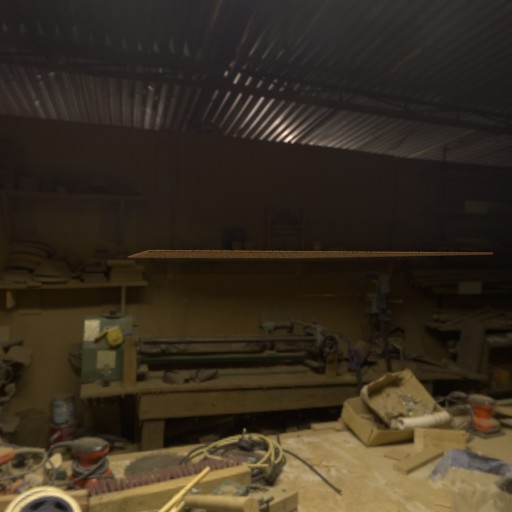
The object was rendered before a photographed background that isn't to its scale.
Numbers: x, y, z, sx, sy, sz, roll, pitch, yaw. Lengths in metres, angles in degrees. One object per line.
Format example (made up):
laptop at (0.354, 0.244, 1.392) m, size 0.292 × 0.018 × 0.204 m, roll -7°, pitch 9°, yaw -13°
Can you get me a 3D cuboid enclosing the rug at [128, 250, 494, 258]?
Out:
rug at (0.000, 0.000, 2.861) m, size 1.524 × 0.006 × 2.285 m, roll 0°, pitch -1°, yaw -18°
